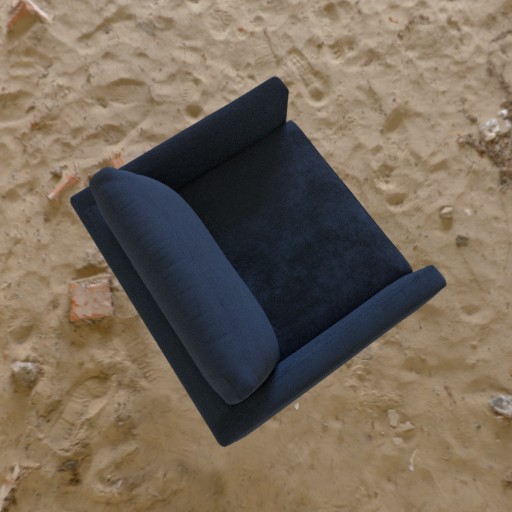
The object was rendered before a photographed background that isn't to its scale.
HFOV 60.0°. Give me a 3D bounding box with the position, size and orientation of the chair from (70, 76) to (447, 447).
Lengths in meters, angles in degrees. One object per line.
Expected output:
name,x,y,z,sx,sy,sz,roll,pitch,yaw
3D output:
chair,0.000,0.000,1.627,0.875,0.812,0.964,-33,77,-9
